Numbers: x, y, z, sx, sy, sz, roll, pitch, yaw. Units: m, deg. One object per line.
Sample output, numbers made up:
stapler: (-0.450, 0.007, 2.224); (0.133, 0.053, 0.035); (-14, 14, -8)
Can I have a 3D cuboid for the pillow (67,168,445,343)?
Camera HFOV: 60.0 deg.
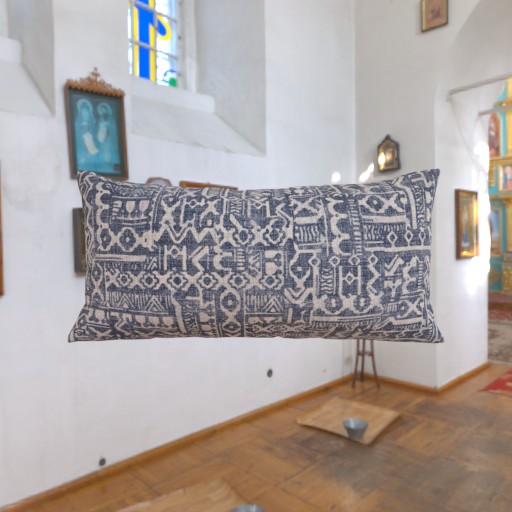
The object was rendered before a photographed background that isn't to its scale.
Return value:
pillow: (0.000, 0.000, 0.741); (0.631, 0.292, 0.148); (0, 0, 0)
